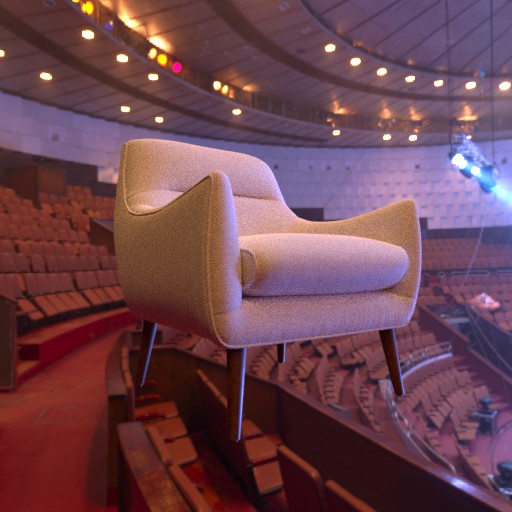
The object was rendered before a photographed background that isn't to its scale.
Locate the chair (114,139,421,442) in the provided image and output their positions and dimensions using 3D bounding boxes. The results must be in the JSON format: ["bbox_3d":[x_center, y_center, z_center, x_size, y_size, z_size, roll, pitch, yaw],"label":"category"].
[{"bbox_3d":[0.000,0.000,1.422,0.762,0.838,0.787,1,-2,-36],"label":"chair"}]
